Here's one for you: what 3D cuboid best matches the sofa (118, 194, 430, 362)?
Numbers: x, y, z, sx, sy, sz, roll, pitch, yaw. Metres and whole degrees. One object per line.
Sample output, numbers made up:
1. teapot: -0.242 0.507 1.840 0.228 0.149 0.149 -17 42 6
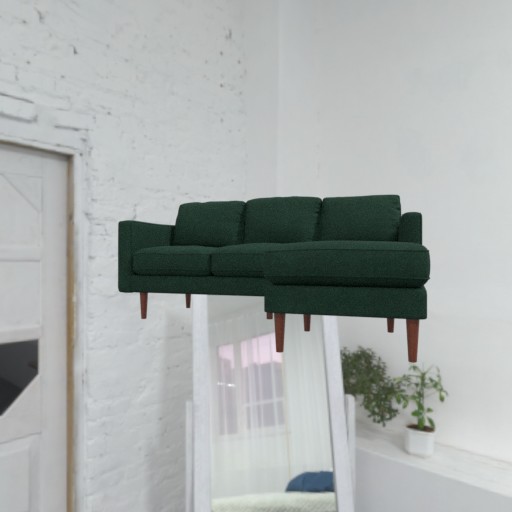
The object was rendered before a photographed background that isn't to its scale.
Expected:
1. sofa: 0.000 0.000 2.854 2.030 0.899 1.580 0 0 19
